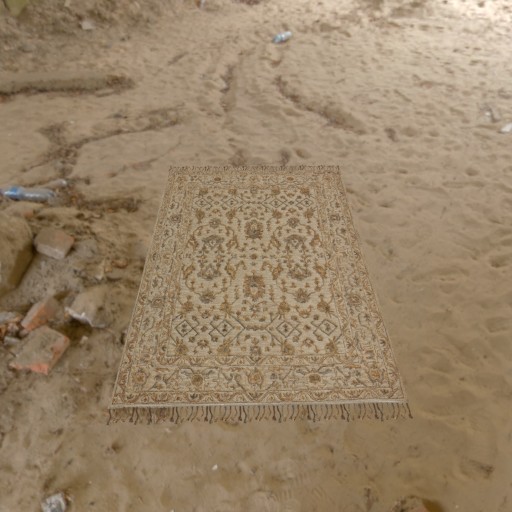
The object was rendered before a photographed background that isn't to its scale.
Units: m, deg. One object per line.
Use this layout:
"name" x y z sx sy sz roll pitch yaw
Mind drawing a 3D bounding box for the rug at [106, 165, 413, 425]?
"rug" 0.000 0.000 3.075 1.529 0.027 2.434 -1 42 -1
